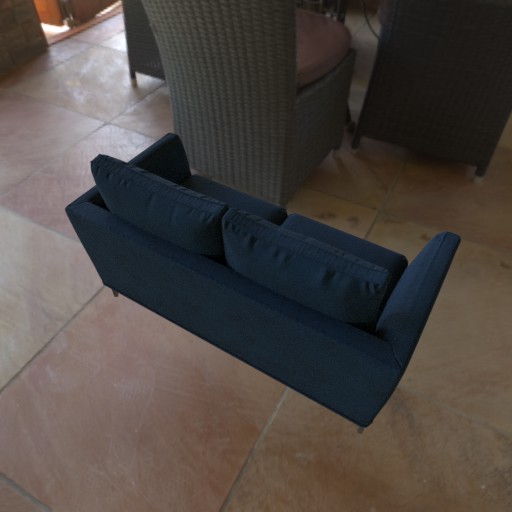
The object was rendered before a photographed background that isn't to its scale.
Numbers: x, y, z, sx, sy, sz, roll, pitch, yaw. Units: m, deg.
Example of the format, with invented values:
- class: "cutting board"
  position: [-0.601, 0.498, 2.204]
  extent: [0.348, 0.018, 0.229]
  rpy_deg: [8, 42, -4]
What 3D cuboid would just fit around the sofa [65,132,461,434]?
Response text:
- class: "sofa"
  position: [0.000, 0.000, 2.335]
  extent: [1.770, 1.002, 0.853]
  rpy_deg: [24, 51, 21]
